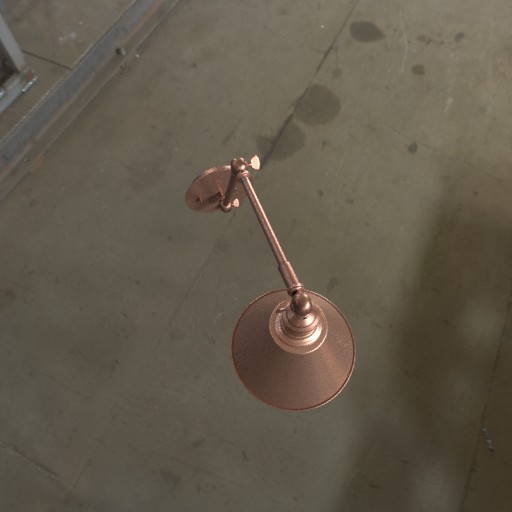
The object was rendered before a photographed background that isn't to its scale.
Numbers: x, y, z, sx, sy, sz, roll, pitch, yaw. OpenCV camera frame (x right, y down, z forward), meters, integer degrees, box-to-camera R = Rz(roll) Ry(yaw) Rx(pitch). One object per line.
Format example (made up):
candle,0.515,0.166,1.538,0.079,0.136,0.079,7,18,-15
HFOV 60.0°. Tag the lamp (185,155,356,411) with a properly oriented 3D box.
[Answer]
lamp,0.000,0.000,0.897,0.223,0.502,0.624,-17,65,-8
